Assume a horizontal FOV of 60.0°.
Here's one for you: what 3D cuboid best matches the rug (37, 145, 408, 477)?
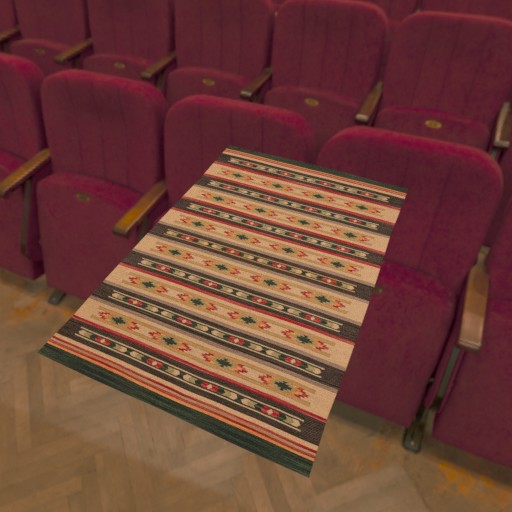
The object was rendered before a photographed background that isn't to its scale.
[{"bbox_3d":[0.000,0.000,2.291,1.221,0.009,1.825,18,48,17],"label":"rug"}]
